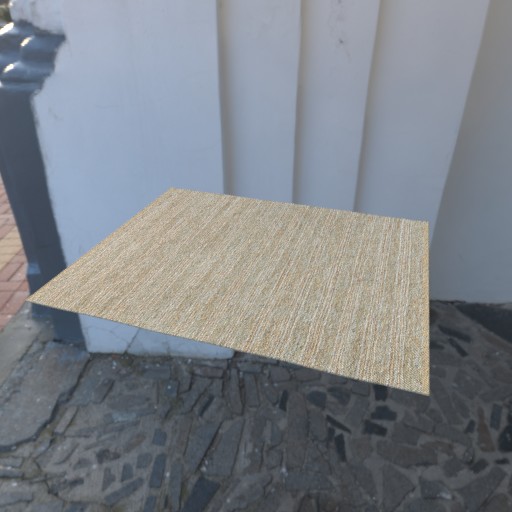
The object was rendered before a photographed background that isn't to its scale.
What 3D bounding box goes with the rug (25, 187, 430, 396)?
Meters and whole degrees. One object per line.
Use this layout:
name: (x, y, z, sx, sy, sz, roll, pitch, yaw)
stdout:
rug: (0.000, 0.000, 4.093, 3.034, 0.012, 2.471, 10, 32, 16)
